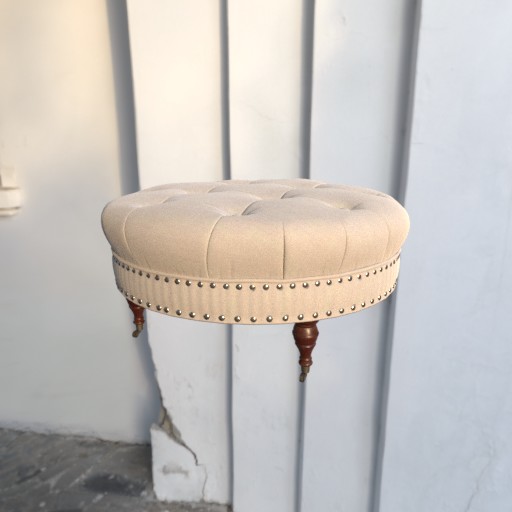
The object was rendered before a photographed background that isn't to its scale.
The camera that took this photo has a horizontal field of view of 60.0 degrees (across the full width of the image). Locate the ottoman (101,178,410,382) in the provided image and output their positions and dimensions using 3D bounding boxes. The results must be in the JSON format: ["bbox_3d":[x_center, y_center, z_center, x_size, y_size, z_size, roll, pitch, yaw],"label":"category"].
[{"bbox_3d":[0.000,0.000,1.383,0.901,0.439,0.901,0,15,0],"label":"ottoman"}]
